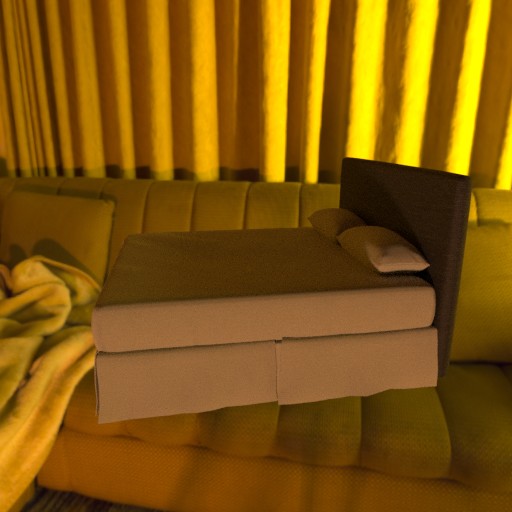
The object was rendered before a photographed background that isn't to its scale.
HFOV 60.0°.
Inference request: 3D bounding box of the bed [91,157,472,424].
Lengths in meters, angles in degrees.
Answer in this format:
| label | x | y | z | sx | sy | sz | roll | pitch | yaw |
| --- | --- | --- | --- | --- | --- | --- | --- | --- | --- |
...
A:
| label | x | y | z | sx | sy | sz | roll | pitch | yaw |
| --- | --- | --- | --- | --- | --- | --- | --- | --- | --- |
| bed | 0.000 | 0.000 | 3.281 | 2.142 | 1.330 | 1.884 | -3 | 16 | -9 |
